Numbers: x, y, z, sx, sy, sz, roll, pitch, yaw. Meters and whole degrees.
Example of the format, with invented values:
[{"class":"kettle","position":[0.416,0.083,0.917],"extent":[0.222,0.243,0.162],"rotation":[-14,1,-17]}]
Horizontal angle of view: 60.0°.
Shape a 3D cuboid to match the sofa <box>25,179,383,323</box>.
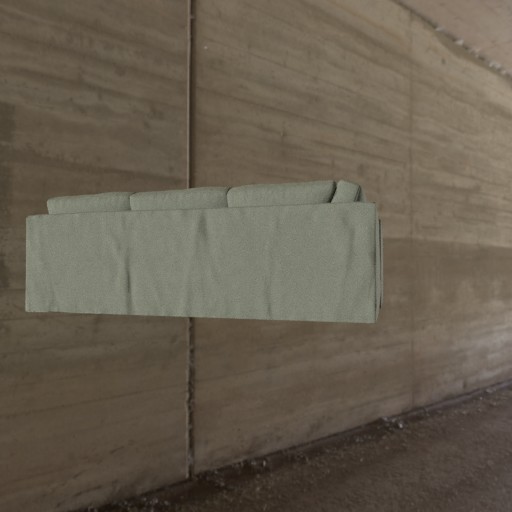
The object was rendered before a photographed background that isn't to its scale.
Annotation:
[{"class":"sofa","position":[0.000,0.000,4.449],"extent":[2.440,0.869,3.434],"rotation":[0,-1,16]}]
